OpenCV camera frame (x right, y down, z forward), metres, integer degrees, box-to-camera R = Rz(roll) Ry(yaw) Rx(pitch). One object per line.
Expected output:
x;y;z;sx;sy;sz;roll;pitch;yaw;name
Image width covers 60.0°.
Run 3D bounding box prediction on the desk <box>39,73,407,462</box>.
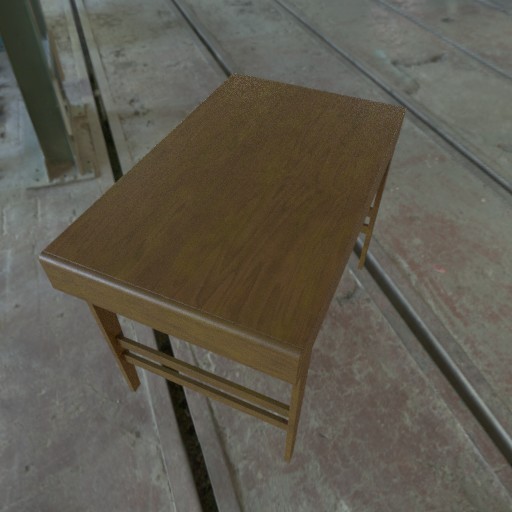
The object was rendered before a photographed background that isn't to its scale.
0.000;0.000;1.555;0.660;0.754;1.066;18;49;16;desk
